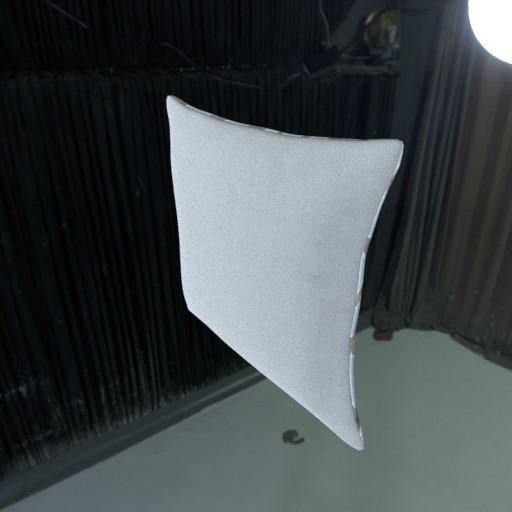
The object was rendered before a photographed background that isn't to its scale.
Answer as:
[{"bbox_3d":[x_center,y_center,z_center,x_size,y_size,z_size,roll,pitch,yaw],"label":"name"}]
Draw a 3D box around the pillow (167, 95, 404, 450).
[{"bbox_3d":[0.000,0.000,0.809,0.166,0.508,0.552,-19,32,-34],"label":"pillow"}]
